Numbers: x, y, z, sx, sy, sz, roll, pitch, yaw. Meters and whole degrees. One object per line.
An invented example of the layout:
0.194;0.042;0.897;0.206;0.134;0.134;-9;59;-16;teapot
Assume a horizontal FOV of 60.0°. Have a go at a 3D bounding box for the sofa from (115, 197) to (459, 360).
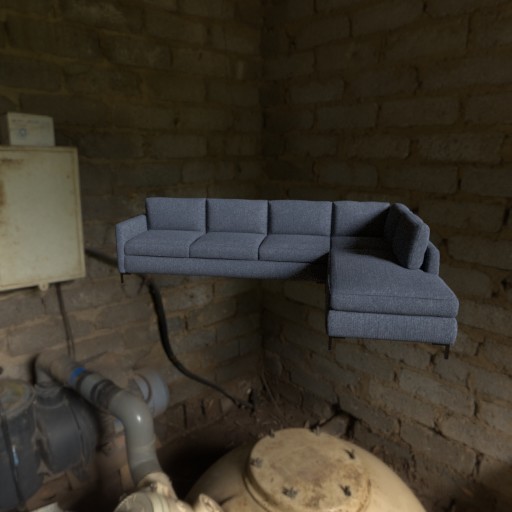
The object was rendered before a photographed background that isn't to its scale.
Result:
0.000;0.000;3.953;2.949;0.815;2.007;2;14;9;sofa
